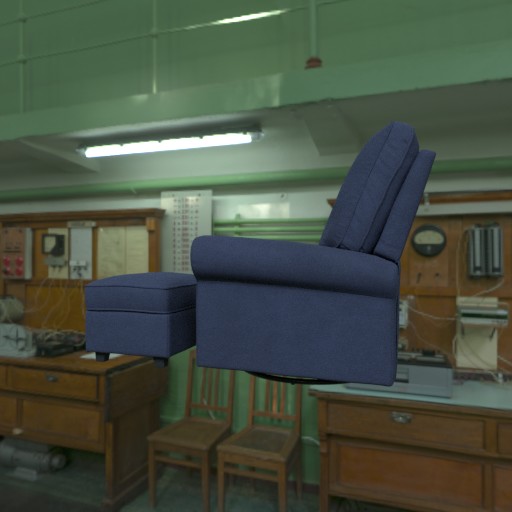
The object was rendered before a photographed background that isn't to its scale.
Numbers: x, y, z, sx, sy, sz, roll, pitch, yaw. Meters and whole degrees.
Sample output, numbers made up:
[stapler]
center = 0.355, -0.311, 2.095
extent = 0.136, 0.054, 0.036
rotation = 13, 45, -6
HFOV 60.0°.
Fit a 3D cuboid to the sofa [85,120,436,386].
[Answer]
[sofa]
center = 0.000, 0.000, 2.017
extent = 1.478, 0.959, 0.880
rotation = 0, 0, 18
